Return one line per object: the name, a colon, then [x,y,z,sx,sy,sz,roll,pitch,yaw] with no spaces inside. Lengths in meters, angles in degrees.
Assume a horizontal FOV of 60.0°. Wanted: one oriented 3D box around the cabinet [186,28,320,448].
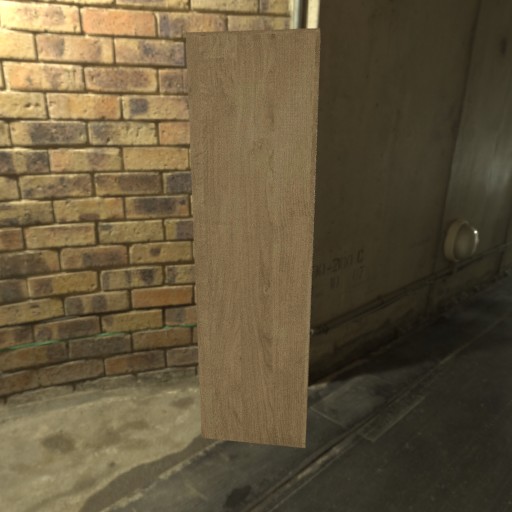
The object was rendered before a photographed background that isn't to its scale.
cabinet: [0.000,0.000,1.984,0.500,1.790,0.230,2,16,8]
